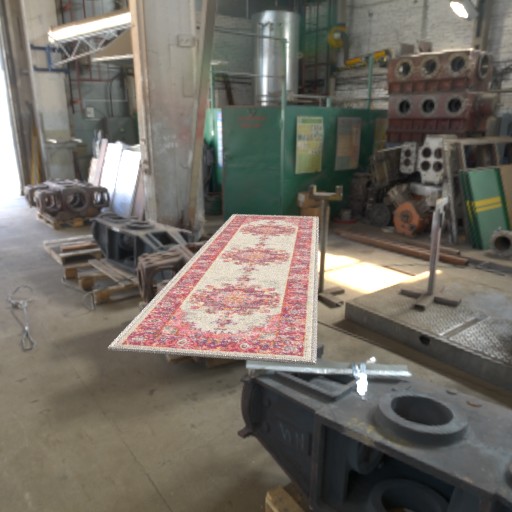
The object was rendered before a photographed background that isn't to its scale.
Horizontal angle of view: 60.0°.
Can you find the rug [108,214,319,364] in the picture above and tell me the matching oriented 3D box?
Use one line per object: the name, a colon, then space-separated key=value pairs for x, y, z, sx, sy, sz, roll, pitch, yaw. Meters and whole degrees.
rug: x=0.000 y=0.000 z=2.021 sx=0.562 sy=0.009 sz=1.824 roll=2 pitch=17 yaw=8
